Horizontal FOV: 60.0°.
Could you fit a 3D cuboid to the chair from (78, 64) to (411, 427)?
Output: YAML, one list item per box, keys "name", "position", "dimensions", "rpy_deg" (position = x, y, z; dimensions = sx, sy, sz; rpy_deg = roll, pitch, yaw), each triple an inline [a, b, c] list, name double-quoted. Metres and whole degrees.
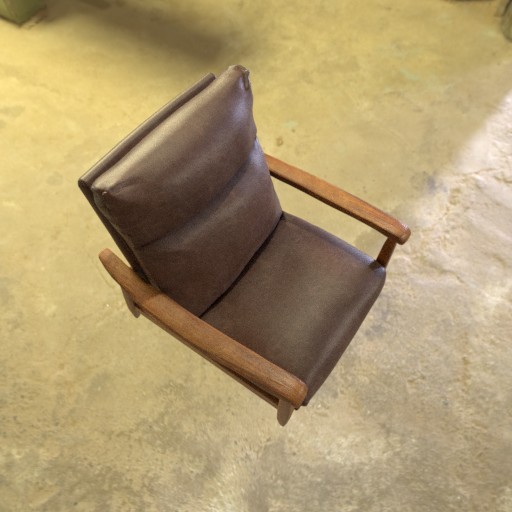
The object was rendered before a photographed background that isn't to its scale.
- name: "chair"
  position: [0.000, 0.000, 1.541]
  dimensions: [0.830, 0.897, 0.782]
  rpy_deg: [32, 64, 18]
